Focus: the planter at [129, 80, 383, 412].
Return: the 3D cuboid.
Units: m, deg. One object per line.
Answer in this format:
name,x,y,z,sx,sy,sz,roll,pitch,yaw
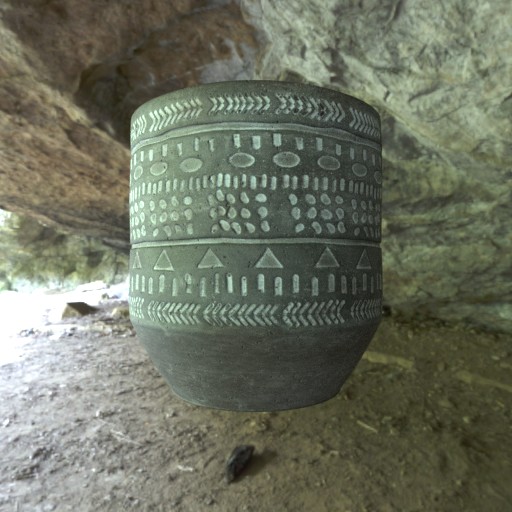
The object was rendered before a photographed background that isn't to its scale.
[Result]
planter,0.000,0.000,0.258,0.142,0.149,0.142,0,-1,0
